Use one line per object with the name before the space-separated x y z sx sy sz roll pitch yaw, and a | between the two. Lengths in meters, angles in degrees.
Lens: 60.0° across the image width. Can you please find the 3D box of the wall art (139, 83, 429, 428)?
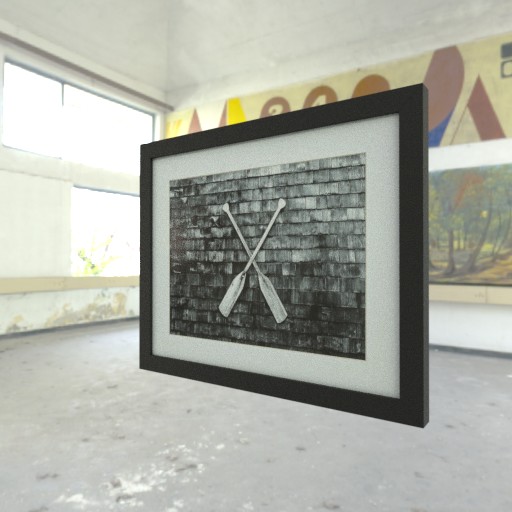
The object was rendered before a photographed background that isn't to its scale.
wall art | 0.000 0.000 0.756 0.558 0.457 0.029 0 0 35
